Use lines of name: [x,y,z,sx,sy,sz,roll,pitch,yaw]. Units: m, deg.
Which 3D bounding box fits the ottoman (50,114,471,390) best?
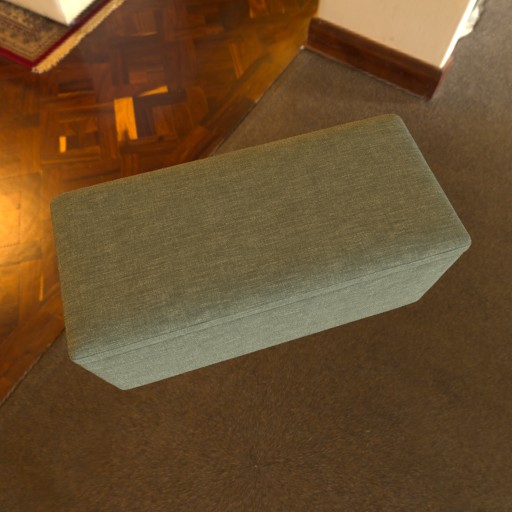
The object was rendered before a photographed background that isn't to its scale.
ottoman: [0.000,0.000,1.165,0.902,0.432,0.419,-15,66,-7]
